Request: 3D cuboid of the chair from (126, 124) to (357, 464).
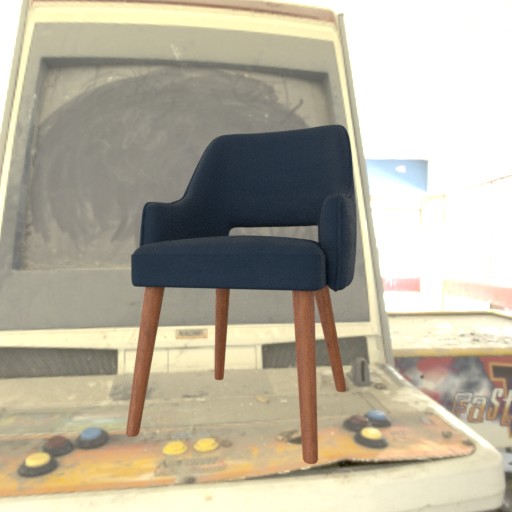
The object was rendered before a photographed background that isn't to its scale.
[{"bbox_3d":[0.000,0.000,1.244,0.559,0.844,0.591,0,0,19],"label":"chair"}]
